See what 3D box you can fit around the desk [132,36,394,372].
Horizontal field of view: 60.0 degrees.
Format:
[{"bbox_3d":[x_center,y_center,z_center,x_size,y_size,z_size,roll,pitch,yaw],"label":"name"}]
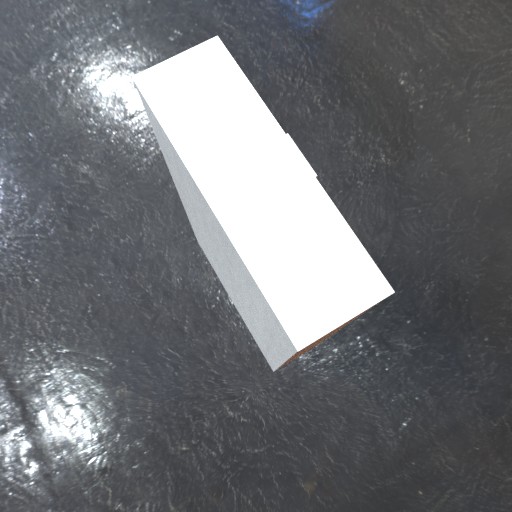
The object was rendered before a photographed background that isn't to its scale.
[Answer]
[{"bbox_3d":[0.000,0.000,1.602,0.250,1.280,0.750,-30,76,-8],"label":"desk"}]
